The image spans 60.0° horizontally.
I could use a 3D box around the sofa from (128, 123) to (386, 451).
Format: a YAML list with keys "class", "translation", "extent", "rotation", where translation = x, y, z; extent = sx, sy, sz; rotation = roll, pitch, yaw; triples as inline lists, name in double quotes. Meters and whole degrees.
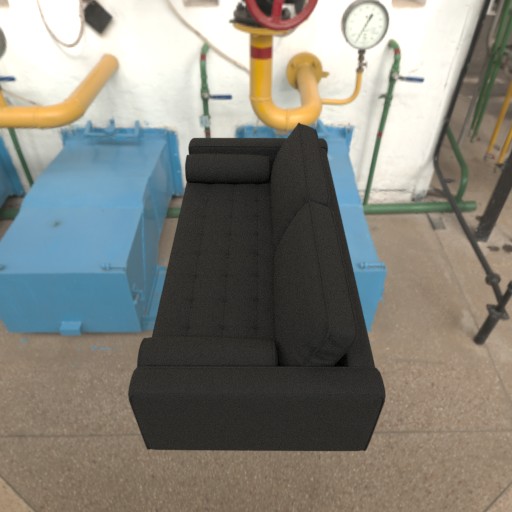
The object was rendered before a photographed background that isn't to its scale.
- class: "sofa"
  translation: [0.000, 0.000, 2.325]
  extent: [0.914, 0.759, 1.875]
  rotation: [0, 42, 0]
